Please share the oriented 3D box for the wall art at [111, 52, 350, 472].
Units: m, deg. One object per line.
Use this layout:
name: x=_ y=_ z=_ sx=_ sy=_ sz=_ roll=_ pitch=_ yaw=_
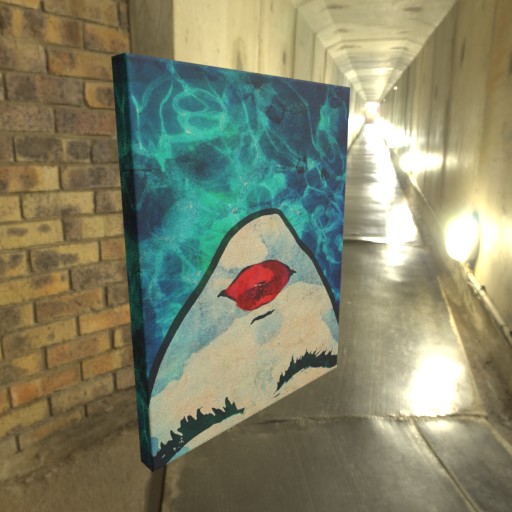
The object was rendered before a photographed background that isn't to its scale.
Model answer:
wall art: x=0.000 y=0.000 z=0.832 sx=0.508 sy=0.635 sz=0.038 roll=-13 pitch=19 yaw=-43
